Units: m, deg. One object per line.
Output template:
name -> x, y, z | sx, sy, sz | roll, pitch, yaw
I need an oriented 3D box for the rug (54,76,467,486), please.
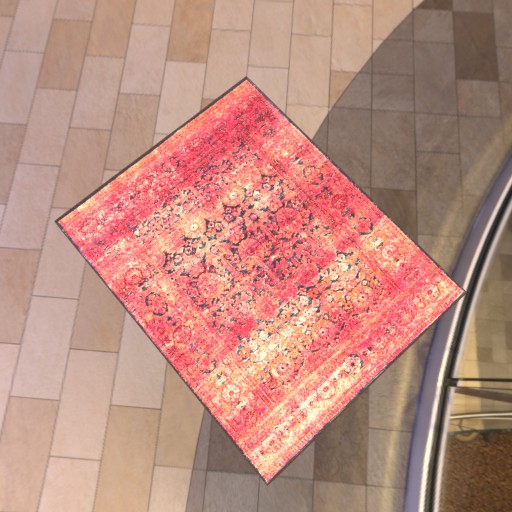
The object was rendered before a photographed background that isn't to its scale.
rug -> 0.000, 0.000, 4.085 | 2.411, 0.020, 3.032 | -40, 78, -10
